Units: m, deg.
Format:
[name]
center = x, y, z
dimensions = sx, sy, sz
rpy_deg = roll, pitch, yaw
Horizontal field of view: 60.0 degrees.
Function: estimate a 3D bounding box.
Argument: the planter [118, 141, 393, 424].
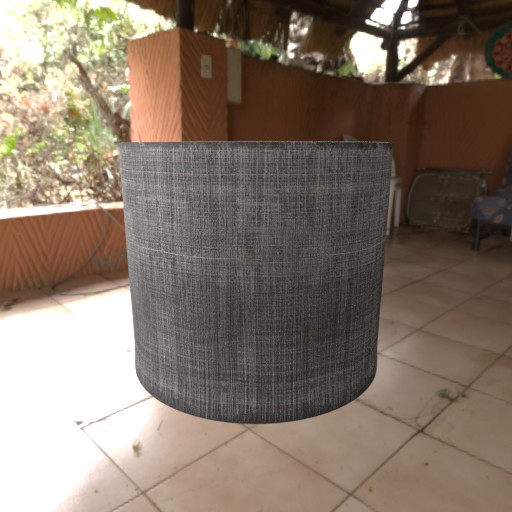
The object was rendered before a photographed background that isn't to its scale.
[planter]
center = 0.000, 0.000, 0.318
dimensions = 0.178, 0.157, 0.178
rpy_deg = 0, 14, 0
